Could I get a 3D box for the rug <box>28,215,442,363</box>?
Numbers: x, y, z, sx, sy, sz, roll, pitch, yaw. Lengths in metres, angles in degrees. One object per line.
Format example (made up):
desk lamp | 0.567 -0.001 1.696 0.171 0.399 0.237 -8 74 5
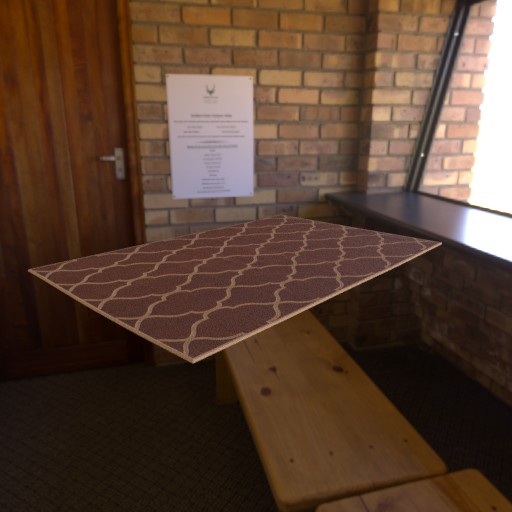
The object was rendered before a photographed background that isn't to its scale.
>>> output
rug | 0.000 0.000 2.868 1.526 0.014 2.290 15 22 41
